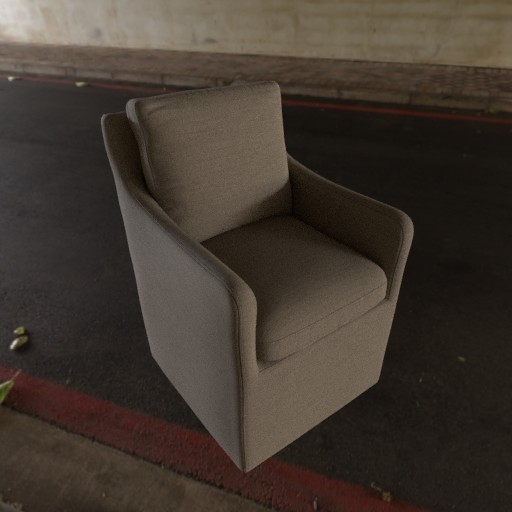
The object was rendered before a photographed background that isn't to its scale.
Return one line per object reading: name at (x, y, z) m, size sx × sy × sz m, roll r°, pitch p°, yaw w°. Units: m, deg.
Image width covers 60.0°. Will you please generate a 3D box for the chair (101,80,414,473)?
chair at (0.000, 0.000, 1.360) m, size 0.626 × 0.914 × 0.694 m, roll -21°, pitch 38°, yaw -31°
